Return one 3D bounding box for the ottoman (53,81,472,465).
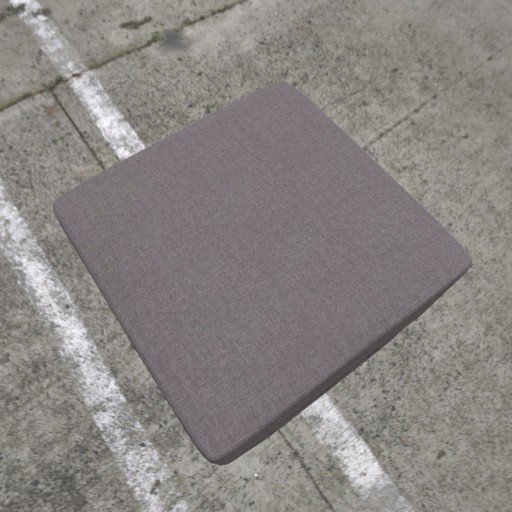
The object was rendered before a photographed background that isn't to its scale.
[{"bbox_3d":[0.000,0.000,1.328,0.843,0.436,0.840,-33,68,-15],"label":"ottoman"}]
